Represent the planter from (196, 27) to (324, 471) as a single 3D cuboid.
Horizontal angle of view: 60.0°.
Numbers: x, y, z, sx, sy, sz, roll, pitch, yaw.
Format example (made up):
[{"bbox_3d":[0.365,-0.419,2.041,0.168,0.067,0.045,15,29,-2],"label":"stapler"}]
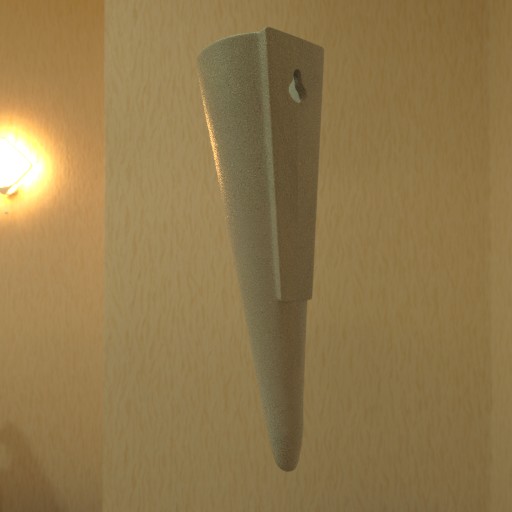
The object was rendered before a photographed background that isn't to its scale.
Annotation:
[{"bbox_3d":[0.000,0.000,0.219,0.057,0.191,0.064,0,-1,-35],"label":"planter"}]
